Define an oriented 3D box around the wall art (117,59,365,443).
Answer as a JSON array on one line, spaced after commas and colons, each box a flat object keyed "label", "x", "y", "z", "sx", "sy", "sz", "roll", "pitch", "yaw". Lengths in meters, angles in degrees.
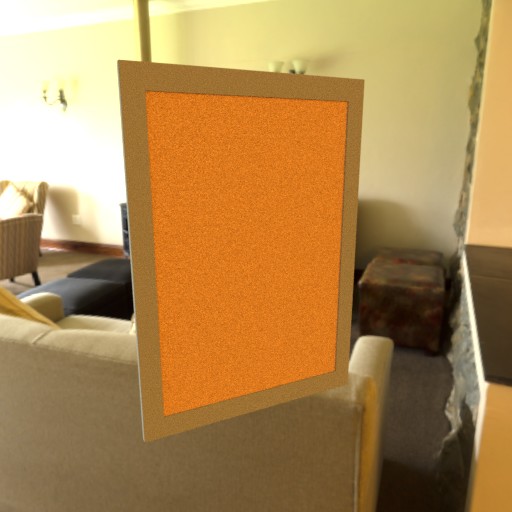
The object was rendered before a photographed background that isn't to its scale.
[{"label": "wall art", "x": 0.000, "y": 0.000, "z": 0.680, "sx": 0.374, "sy": 0.529, "sz": 0.012, "roll": -7, "pitch": 16, "yaw": -26}]
